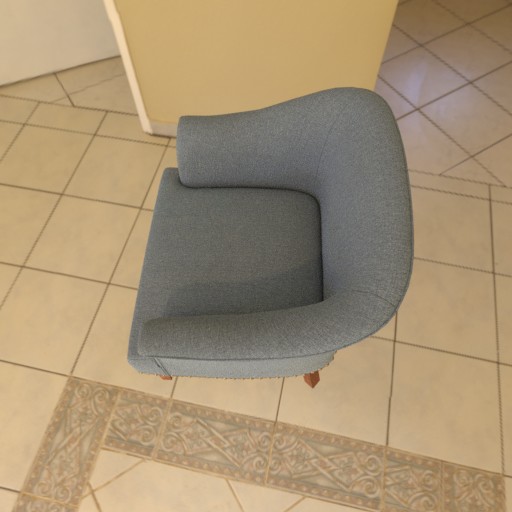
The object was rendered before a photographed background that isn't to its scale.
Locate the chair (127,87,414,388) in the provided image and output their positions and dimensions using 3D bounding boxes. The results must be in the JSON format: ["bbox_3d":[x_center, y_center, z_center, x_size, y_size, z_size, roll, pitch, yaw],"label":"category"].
[{"bbox_3d":[0.000,0.000,1.374,0.704,0.815,0.798,2,60,1],"label":"chair"}]
